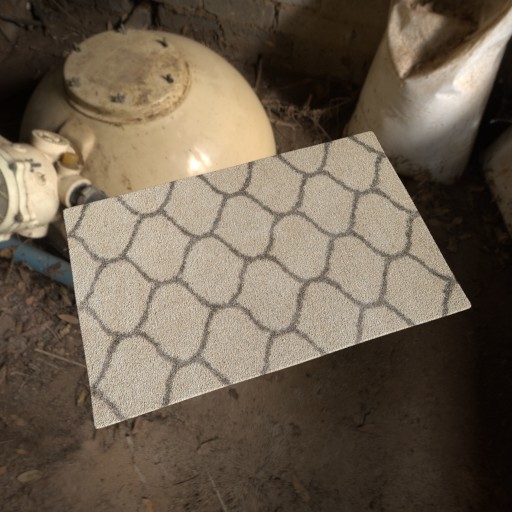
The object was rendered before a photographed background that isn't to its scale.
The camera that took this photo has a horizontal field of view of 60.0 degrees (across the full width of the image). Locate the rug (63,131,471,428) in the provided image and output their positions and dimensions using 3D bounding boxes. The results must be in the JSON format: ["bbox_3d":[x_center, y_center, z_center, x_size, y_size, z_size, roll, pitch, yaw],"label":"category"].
[{"bbox_3d":[0.000,0.000,2.926,2.348,0.024,1.501,-16,65,-8],"label":"rug"}]
